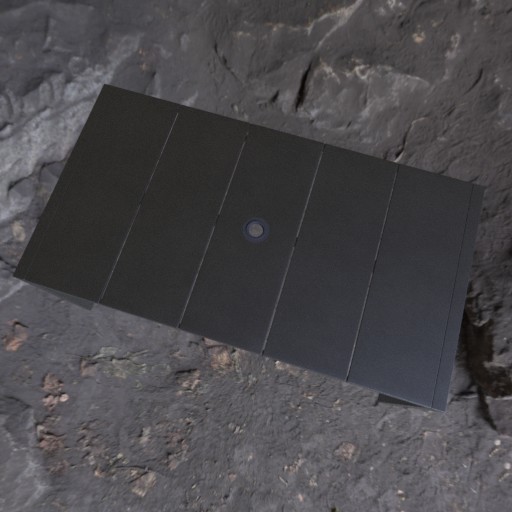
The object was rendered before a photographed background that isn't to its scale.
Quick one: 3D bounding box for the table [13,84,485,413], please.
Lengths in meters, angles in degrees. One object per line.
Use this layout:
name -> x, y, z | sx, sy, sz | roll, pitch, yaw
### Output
table -> 0.000, 0.000, 2.105 | 1.680, 0.735, 0.914 | 17, 74, 5
